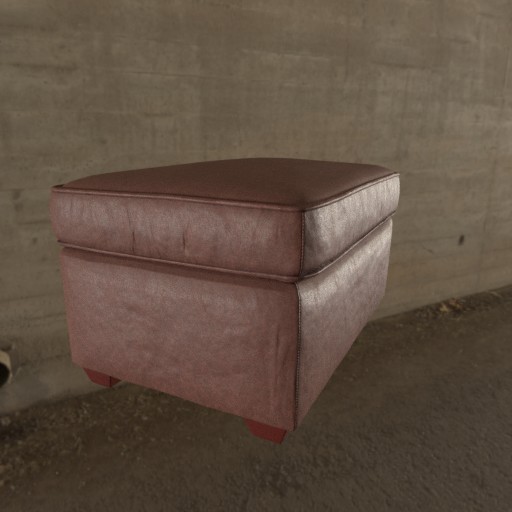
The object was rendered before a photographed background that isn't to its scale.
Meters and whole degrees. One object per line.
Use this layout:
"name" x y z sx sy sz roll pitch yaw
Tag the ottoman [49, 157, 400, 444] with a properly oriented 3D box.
"ottoman" 0.000 0.000 1.066 0.548 0.449 0.749 7 16 26
